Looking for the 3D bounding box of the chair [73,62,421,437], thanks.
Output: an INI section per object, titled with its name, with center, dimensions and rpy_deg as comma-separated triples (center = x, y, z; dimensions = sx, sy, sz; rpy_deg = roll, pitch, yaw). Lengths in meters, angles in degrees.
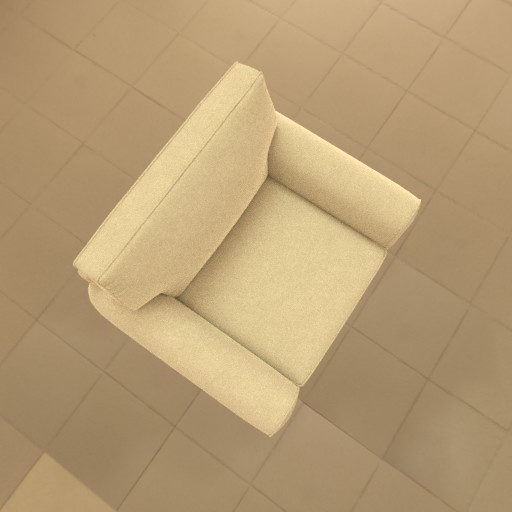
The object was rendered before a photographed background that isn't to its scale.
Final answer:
[chair]
center = 0.000, 0.000, 1.754
dimensions = 0.863, 0.955, 1.040
rpy_deg = 34, 78, 8
